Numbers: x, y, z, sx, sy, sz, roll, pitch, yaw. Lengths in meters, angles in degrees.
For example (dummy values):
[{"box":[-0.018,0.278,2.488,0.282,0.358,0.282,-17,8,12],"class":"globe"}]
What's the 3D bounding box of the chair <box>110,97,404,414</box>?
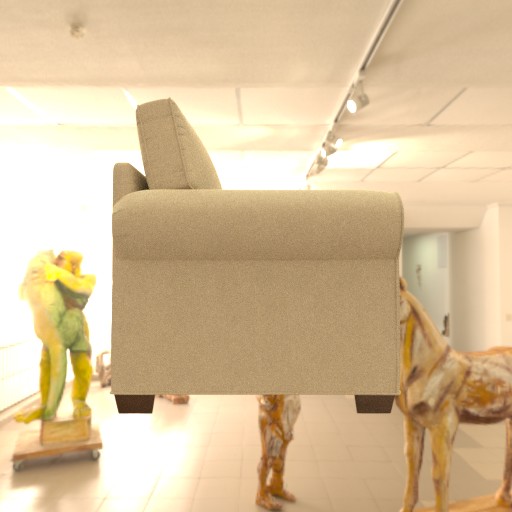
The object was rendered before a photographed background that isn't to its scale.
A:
[{"box":[0.000,0.000,1.741,0.863,0.955,1.040,0,-2,0],"class":"chair"}]
